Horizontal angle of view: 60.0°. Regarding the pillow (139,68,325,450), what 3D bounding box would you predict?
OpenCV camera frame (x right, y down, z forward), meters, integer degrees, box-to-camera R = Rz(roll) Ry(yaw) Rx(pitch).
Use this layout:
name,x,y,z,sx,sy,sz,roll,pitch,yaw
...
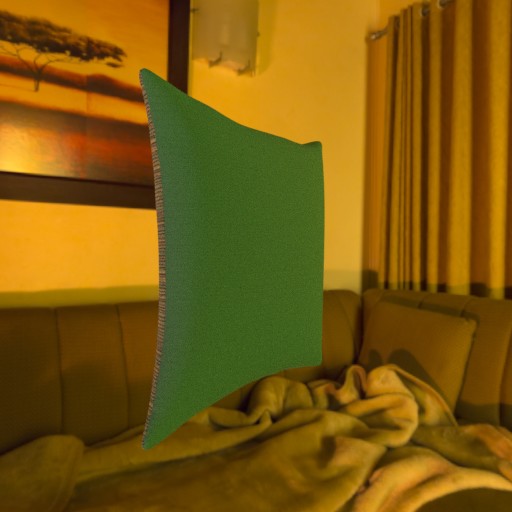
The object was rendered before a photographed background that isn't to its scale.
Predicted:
name,x,y,z,sx,sy,sz,roll,pitch,yaw
pillow,0.000,0.000,0.780,0.150,0.497,0.514,1,1,35
